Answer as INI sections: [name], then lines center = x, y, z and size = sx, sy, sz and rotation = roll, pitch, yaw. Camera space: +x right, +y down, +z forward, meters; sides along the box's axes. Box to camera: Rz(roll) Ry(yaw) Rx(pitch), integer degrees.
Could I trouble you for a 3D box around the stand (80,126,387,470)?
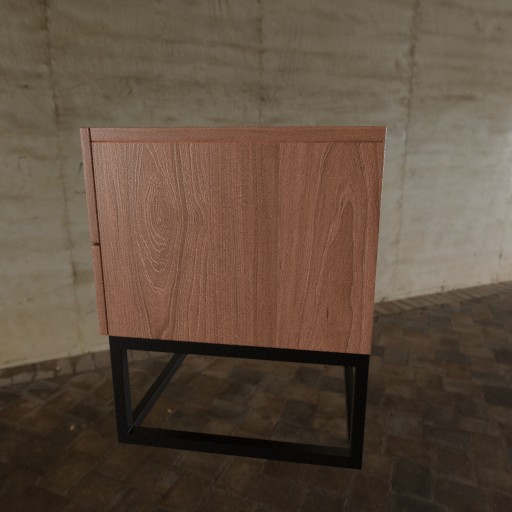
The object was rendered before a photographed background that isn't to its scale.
[stand]
center = 0.000, 0.000, 0.923
size = 0.420, 0.500, 0.600
rotation = 2, 15, 9
